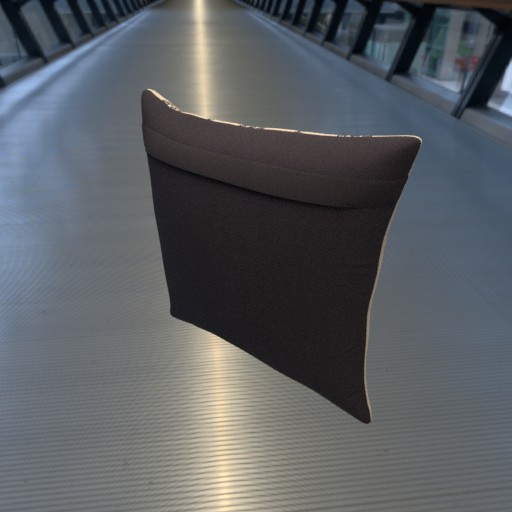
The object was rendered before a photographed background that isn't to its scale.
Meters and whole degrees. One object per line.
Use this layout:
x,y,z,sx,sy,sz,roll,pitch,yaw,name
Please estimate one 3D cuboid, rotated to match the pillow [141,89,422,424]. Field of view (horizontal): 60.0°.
0.000,0.000,0.626,0.405,0.406,0.173,22,37,32,pillow
